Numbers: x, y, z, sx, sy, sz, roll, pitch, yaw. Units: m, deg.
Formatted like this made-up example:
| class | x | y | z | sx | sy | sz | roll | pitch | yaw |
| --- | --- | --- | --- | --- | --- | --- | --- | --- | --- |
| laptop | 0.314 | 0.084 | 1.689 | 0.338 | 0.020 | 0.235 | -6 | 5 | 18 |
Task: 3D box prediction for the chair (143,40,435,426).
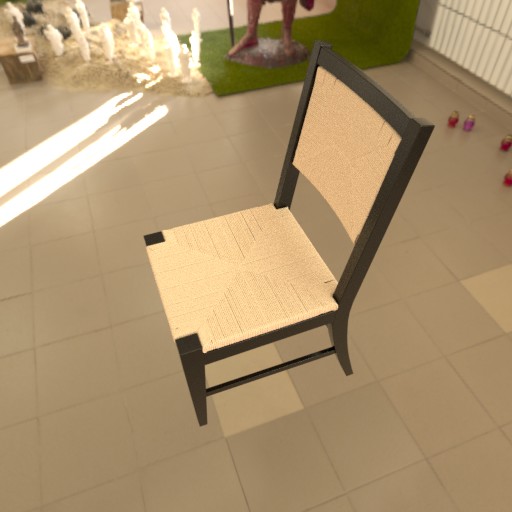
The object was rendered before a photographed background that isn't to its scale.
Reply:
| class | x | y | z | sx | sy | sz | roll | pitch | yaw |
| --- | --- | --- | --- | --- | --- | --- | --- | --- | --- |
| chair | 0.000 | 0.000 | 1.220 | 0.552 | 0.927 | 0.437 | -16 | 48 | -14 |
